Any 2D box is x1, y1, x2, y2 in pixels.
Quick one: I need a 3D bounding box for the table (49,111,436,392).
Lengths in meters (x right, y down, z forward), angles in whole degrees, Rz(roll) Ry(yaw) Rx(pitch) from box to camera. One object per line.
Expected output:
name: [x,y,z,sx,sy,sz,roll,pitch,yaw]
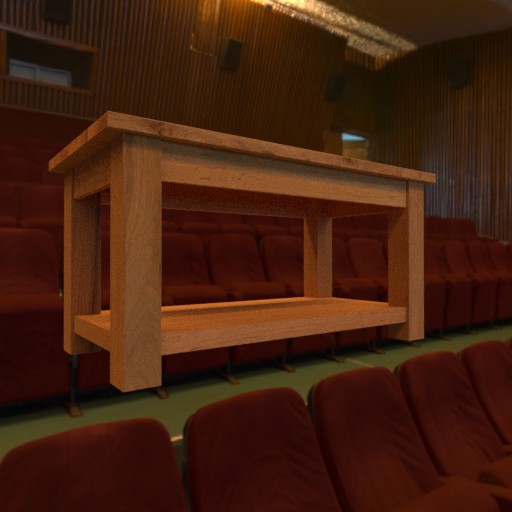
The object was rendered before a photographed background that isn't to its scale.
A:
table: [0.000,0.000,1.141,0.899,0.452,0.450,0,0,-36]
